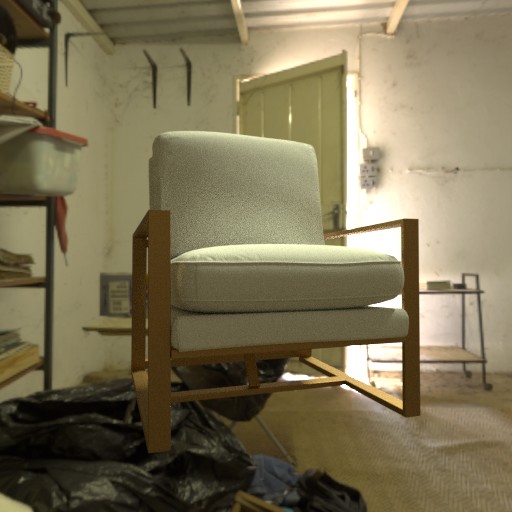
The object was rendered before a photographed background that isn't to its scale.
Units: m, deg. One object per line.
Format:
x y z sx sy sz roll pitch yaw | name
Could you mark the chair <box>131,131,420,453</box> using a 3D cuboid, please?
0.000 0.000 1.559 0.805 0.966 0.813 0 0 -19 | chair
